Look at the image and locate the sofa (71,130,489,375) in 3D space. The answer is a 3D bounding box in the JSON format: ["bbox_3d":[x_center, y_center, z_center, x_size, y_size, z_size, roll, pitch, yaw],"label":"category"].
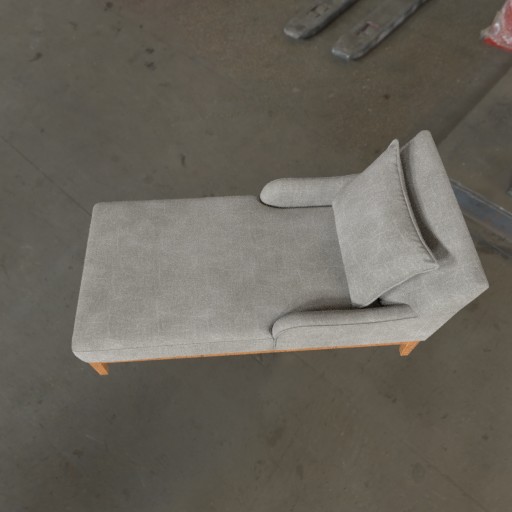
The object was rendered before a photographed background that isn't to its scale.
[{"bbox_3d":[0.000,0.000,2.257,1.779,0.859,0.894,-3,58,-2],"label":"sofa"}]
